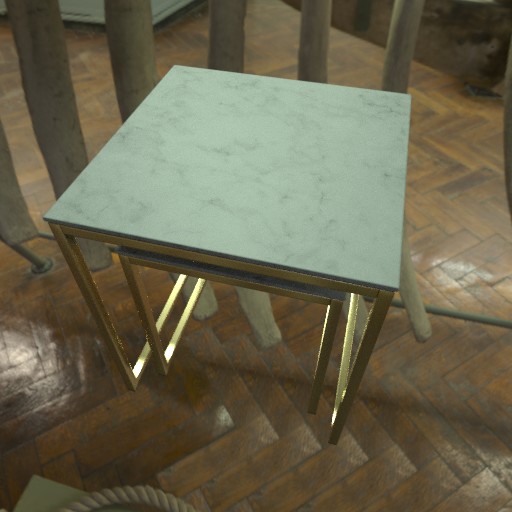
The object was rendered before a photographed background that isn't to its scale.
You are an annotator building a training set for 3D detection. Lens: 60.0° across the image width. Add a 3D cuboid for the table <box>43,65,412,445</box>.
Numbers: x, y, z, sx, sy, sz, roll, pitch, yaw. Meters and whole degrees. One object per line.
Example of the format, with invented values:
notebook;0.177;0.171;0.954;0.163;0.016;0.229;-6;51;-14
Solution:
table;0.000;0.000;0.862;0.450;0.500;0.450;11;49;10
